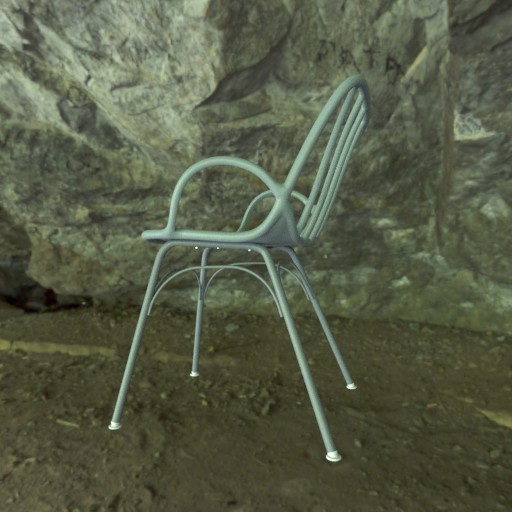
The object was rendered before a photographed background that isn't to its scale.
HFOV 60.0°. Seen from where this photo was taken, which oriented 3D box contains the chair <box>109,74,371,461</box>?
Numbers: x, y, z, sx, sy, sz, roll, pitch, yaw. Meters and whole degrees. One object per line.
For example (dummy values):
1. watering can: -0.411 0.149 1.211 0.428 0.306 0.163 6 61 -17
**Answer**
1. chair: 0.000 0.000 1.196 0.597 0.816 0.549 0 1 16
